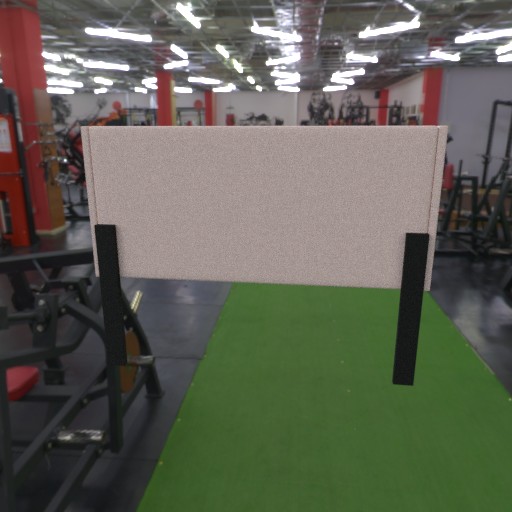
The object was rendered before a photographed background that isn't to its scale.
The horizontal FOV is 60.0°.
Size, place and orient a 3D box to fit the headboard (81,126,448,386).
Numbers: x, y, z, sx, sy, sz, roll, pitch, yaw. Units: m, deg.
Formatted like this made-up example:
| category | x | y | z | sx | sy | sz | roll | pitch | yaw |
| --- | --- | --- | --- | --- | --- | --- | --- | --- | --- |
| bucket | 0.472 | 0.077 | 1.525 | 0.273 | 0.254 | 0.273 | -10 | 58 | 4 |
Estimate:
| category | x | y | z | sx | sy | sz | roll | pitch | yaw |
| --- | --- | --- | --- | --- | --- | --- | --- | --- | --- |
| headboard | 0.000 | 0.000 | 2.709 | 2.051 | 1.524 | 0.184 | 2 | 16 | 7 |
